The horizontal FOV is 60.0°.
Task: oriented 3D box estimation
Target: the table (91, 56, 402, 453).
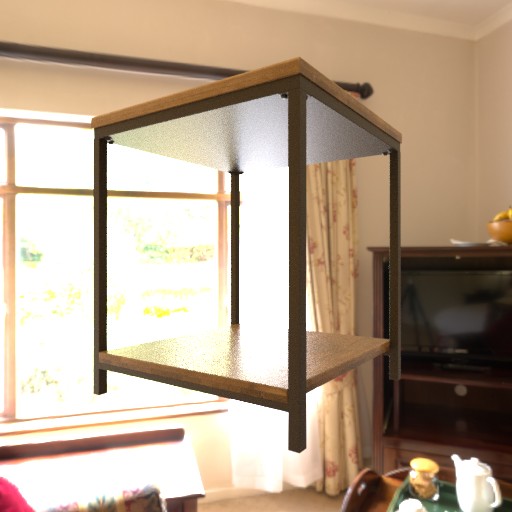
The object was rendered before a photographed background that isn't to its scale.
[{"bbox_3d":[0.000,0.000,1.006,0.507,0.589,0.503,0,0,35],"label":"table"}]
